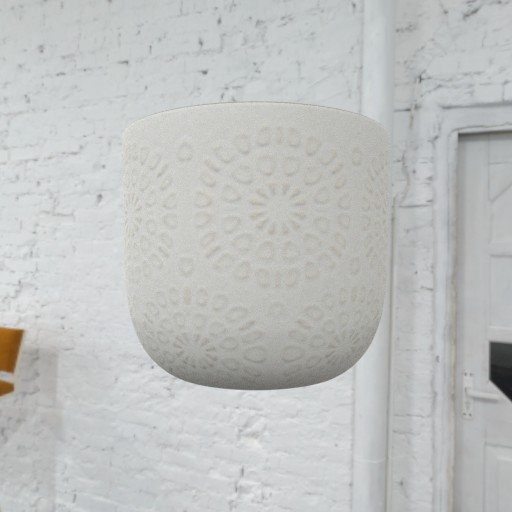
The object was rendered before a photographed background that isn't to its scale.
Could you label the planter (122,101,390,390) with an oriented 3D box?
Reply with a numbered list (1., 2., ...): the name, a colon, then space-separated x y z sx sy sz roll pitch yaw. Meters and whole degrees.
1. planter: 0.000 0.000 0.216 0.124 0.109 0.124 0 1 0
